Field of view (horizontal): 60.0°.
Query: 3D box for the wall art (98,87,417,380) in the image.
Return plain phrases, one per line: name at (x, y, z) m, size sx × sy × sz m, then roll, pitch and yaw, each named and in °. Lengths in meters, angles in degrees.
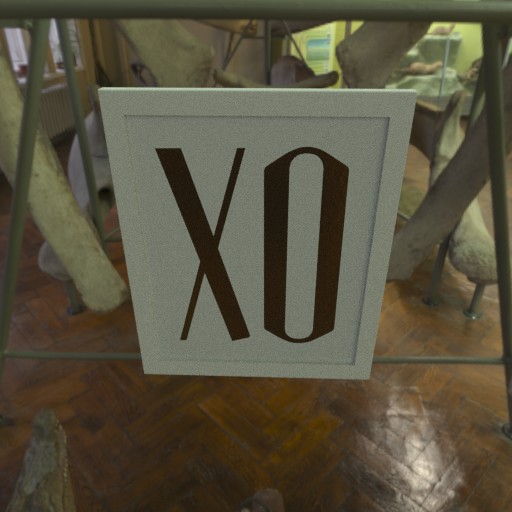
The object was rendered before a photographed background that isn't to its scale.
wall art at (0.000, 0.000, 0.753) m, size 0.444 × 0.536 × 0.020 m, roll 1°, pitch 29°, yaw 2°
